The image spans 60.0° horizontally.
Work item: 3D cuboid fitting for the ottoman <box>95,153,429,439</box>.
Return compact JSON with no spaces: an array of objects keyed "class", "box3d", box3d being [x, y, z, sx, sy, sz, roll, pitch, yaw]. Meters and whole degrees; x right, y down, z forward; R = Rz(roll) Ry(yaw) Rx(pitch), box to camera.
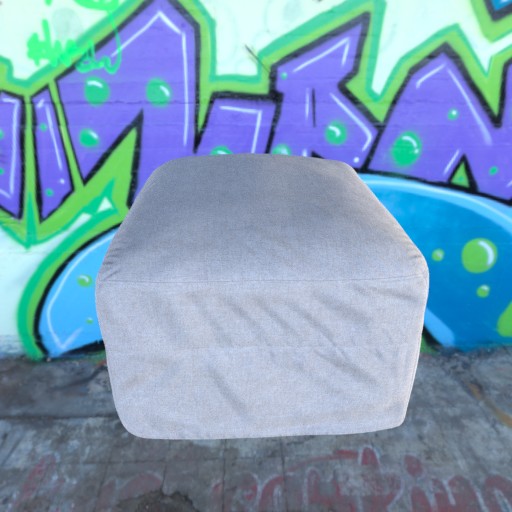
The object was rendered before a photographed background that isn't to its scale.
[{"class":"ottoman","box3d":[0.000,0.000,1.241,0.683,0.481,0.837,-1,27,-2]}]
